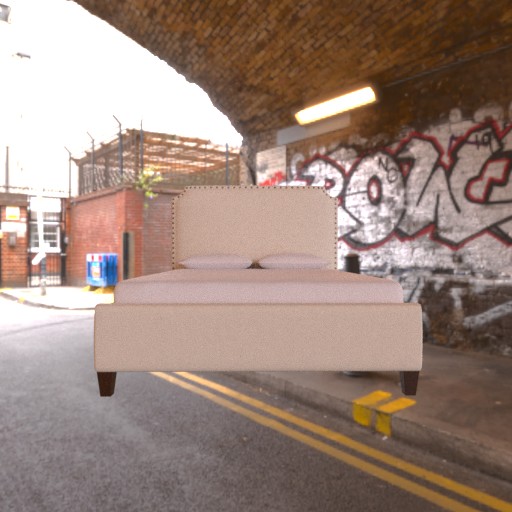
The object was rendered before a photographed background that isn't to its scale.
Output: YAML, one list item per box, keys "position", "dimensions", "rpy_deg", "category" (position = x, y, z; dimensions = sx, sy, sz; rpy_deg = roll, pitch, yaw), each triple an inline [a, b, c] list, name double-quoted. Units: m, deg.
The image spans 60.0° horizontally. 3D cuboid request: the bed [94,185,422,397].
- position: [0.000, 0.000, 3.431]
  dimensions: [1.712, 1.443, 2.372]
  rpy_deg: [0, 0, -1]
  category: "bed"
